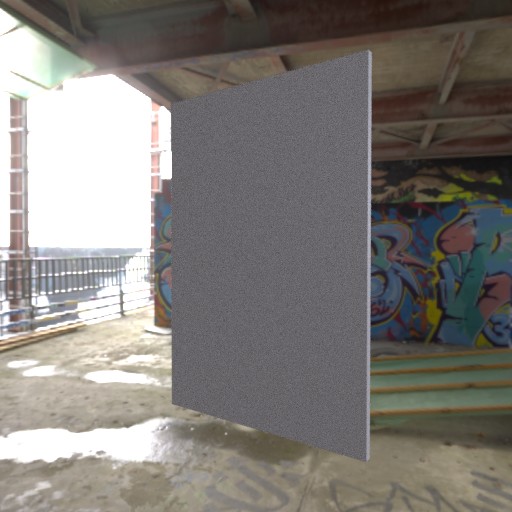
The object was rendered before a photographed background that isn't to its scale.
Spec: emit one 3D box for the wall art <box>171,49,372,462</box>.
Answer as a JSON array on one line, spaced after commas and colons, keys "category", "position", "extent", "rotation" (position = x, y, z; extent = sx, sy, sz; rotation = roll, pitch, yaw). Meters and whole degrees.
[{"category": "wall art", "position": [0.000, 0.000, 0.617], "extent": [0.329, 0.482, 0.011], "rotation": [1, 1, 36]}]
